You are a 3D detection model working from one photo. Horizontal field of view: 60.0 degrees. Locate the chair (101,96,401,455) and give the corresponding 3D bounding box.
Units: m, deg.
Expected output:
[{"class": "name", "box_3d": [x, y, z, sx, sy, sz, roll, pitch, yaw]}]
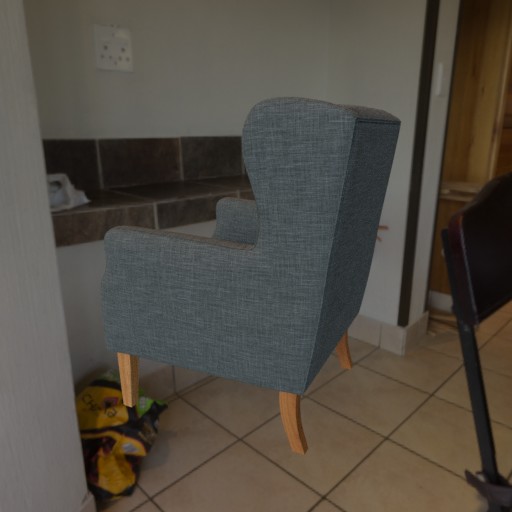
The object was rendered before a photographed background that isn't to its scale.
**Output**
[{"class": "chair", "box_3d": [0.000, 0.000, 1.476, 0.775, 0.953, 0.711, 8, 18, 25]}]
